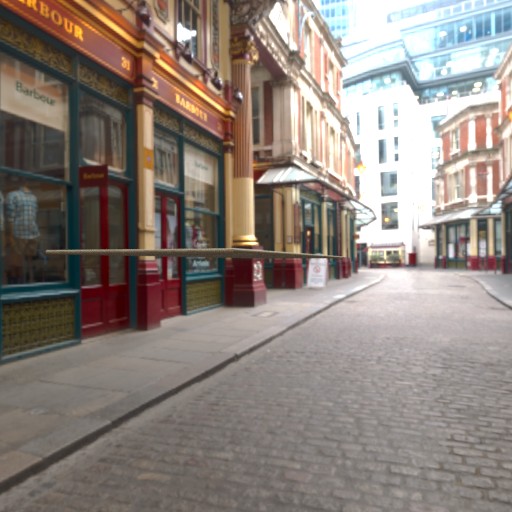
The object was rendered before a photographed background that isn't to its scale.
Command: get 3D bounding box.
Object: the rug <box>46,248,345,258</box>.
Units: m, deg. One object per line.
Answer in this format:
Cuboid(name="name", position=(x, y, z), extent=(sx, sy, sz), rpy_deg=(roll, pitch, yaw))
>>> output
Cuboid(name="rug", position=(0.000, 0.000, 2.419), extent=(0.661, 0.013, 2.297), rpy_deg=(0, -1, 19))
